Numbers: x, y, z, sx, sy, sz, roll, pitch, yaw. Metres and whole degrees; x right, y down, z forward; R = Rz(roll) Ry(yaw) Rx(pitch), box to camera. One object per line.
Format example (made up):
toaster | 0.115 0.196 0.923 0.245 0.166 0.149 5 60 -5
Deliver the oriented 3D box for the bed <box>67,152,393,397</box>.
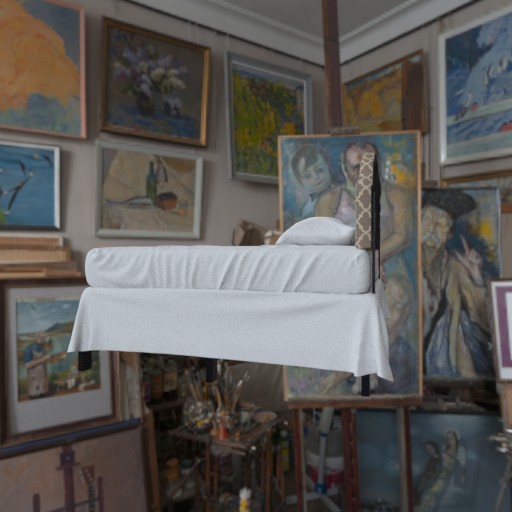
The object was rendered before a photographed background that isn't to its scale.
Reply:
bed | 0.000 0.000 3.771 2.222 1.601 2.314 0 0 17
